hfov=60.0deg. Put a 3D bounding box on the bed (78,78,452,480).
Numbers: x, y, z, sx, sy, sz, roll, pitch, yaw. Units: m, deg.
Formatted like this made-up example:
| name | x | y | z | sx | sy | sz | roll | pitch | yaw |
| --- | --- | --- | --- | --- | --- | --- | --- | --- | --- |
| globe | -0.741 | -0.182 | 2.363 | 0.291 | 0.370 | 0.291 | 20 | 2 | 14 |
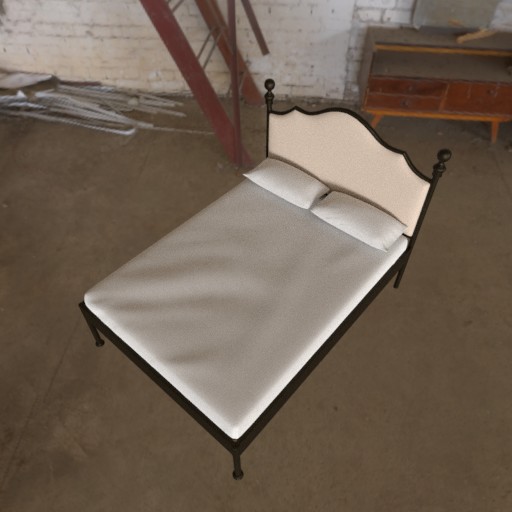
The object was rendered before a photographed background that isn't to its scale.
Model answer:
| name | x | y | z | sx | sy | sz | roll | pitch | yaw |
| --- | --- | --- | --- | --- | --- | --- | --- | --- | --- |
| bed | 0.000 | 0.000 | 3.332 | 1.642 | 1.499 | 2.224 | 33 | 55 | 26 |
